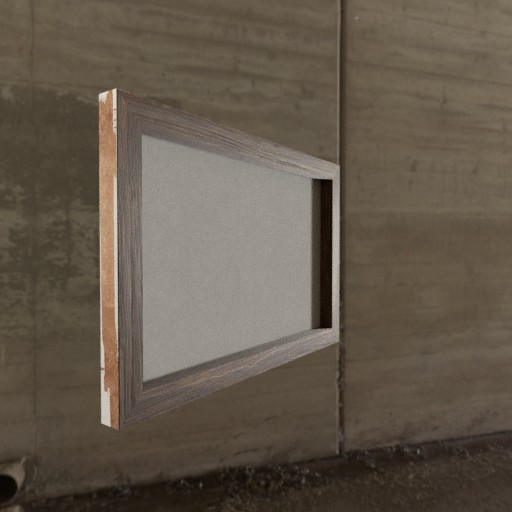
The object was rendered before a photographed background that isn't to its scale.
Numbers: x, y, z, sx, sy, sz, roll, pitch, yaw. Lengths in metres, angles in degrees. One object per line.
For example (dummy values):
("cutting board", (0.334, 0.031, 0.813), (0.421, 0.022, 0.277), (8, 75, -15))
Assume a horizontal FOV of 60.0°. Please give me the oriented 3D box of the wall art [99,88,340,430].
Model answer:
("wall art", (0.000, 0.000, 0.782), (0.035, 0.405, 0.609), (1, 1, 36))
